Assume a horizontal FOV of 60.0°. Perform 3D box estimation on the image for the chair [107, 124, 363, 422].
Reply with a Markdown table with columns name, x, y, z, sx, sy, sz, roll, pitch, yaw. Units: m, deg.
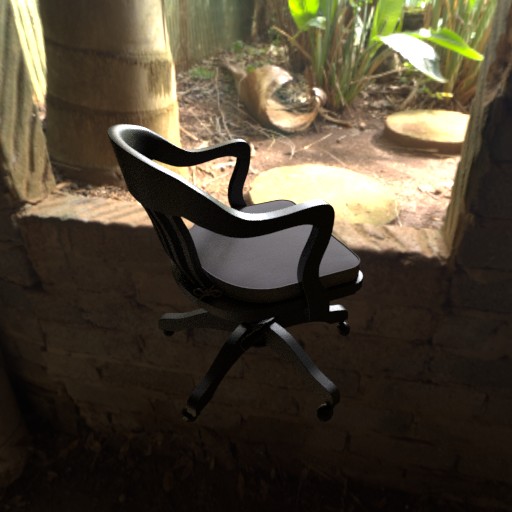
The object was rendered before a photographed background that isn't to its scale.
| name | x | y | z | sx | sy | sz | roll | pitch | yaw |
| --- | --- | --- | --- | --- | --- | --- | --- | --- | --- |
| chair | 0.000 | 0.000 | 1.447 | 0.788 | 0.878 | 0.750 | -12 | 33 | -19 |
